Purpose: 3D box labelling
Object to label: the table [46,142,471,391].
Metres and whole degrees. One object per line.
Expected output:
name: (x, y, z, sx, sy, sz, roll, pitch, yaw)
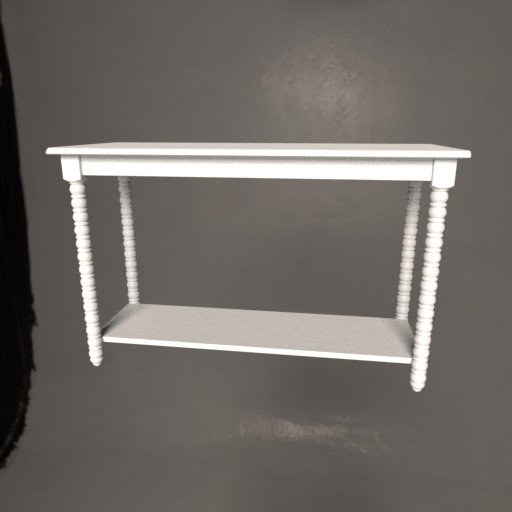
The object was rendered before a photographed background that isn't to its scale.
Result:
table: (0.000, 0.000, 1.530, 1.184, 0.740, 0.459, 2, 16, 8)
